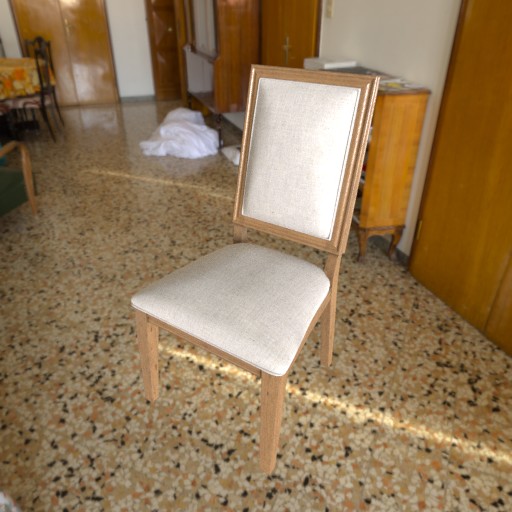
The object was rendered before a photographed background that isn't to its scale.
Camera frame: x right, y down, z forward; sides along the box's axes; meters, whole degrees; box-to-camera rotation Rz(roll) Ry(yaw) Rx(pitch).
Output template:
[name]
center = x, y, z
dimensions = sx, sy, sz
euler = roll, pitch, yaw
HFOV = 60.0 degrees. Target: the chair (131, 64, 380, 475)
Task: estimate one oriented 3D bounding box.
[chair]
center = 0.000, 0.000, 1.342
dimensions = 0.536, 0.988, 0.601
euler = 19, 35, 29
